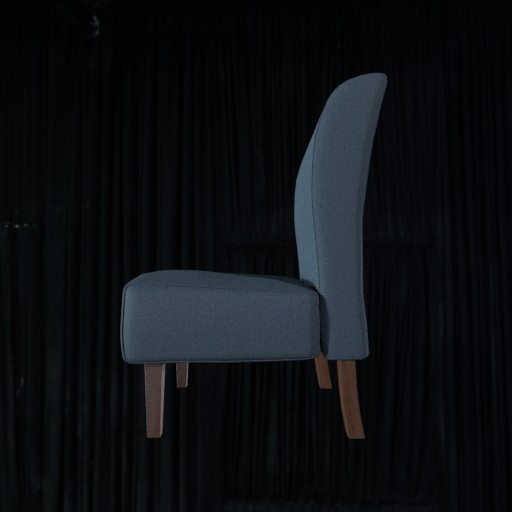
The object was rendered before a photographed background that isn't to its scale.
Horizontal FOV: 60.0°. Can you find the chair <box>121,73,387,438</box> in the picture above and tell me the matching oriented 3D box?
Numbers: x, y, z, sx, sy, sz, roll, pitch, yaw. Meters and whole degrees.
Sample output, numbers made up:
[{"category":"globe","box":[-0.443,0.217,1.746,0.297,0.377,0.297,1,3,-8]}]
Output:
[{"category":"chair","box":[0.000,0.000,1.188,0.592,0.804,0.513,0,-1,-1]}]
